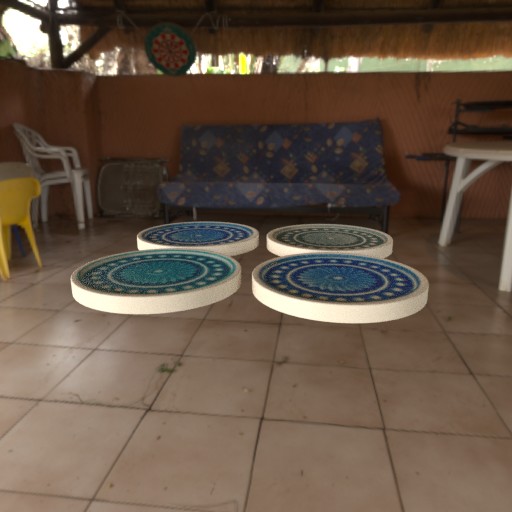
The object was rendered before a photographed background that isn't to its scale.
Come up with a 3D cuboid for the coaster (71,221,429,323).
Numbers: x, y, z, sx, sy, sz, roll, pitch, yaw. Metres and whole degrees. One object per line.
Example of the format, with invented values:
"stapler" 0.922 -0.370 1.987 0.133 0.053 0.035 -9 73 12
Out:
"coaster" 0.000 0.000 0.341 0.224 0.010 0.220 2 15 6
